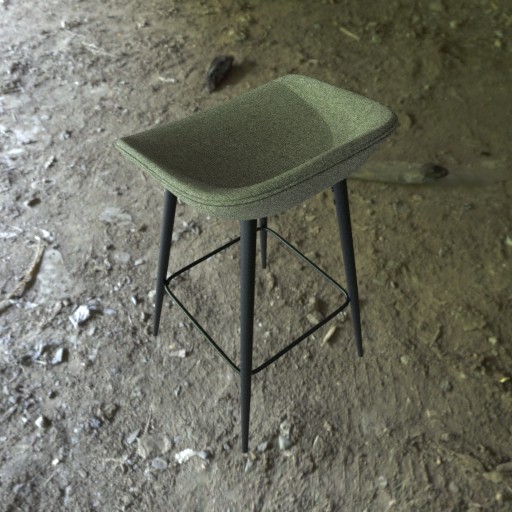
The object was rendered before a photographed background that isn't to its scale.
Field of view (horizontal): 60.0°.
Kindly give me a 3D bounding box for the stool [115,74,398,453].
[{"bbox_3d":[0.000,0.000,1.095,0.469,0.814,0.480,-31,54,-26],"label":"stool"}]
